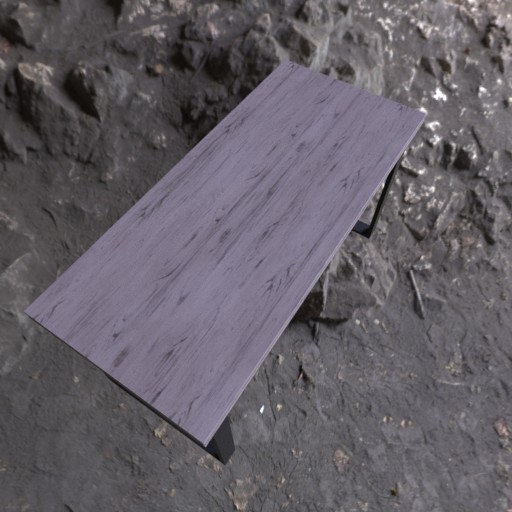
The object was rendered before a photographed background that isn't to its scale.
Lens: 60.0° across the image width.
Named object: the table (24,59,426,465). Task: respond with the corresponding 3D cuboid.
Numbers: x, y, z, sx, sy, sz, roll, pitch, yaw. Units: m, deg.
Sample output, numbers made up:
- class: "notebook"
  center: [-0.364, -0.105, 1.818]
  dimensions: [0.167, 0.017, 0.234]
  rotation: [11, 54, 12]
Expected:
- class: "table"
  center: [0.000, 0.000, 2.226]
  dimensions: [0.795, 0.899, 1.778]
  rotation: [29, 62, 17]
